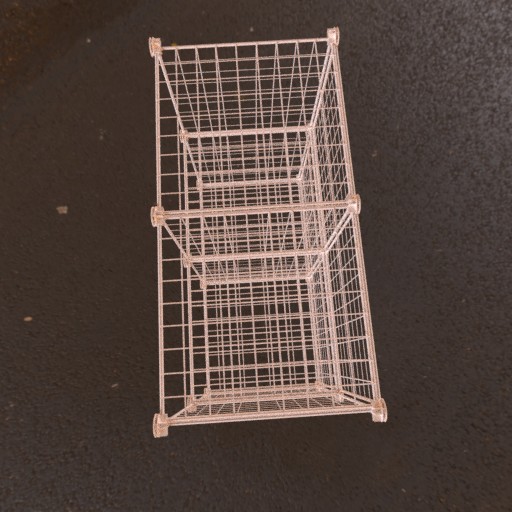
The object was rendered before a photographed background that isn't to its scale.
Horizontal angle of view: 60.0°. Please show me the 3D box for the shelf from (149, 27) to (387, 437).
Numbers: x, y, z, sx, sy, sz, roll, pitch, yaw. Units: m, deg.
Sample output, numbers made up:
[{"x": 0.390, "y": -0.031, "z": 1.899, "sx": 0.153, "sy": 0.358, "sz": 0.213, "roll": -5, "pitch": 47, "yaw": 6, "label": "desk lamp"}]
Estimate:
[{"x": 0.000, "y": 0.000, "z": 1.095, "sx": 0.356, "sy": 0.711, "sz": 0.711, "roll": -4, "pitch": 77, "yaw": -1, "label": "shelf"}]
